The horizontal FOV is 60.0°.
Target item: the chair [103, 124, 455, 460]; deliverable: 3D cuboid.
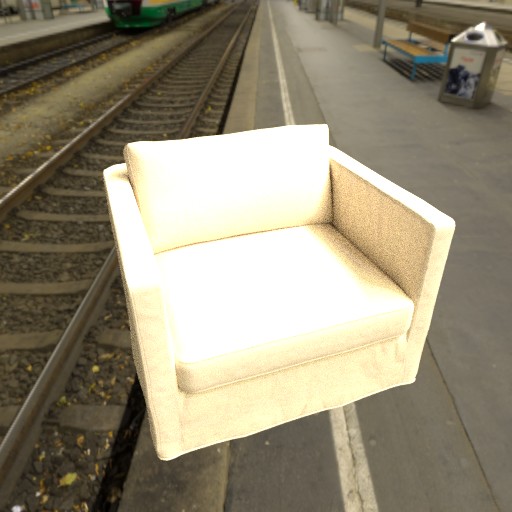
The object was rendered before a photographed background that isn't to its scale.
[{"bbox_3d":[0.000,0.000,1.754,1.057,0.851,0.947,-11,33,-17],"label":"chair"}]
